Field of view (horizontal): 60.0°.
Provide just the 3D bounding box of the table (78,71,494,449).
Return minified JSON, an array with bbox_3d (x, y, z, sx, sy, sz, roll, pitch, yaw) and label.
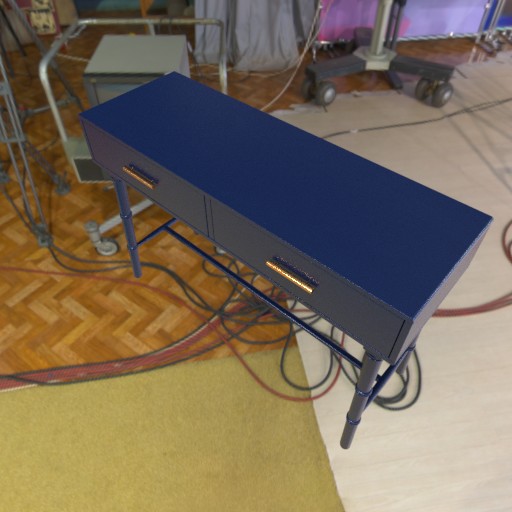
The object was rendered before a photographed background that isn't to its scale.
[{"bbox_3d":[0.000,0.000,1.444,1.118,0.749,0.399,33,56,27],"label":"table"}]
